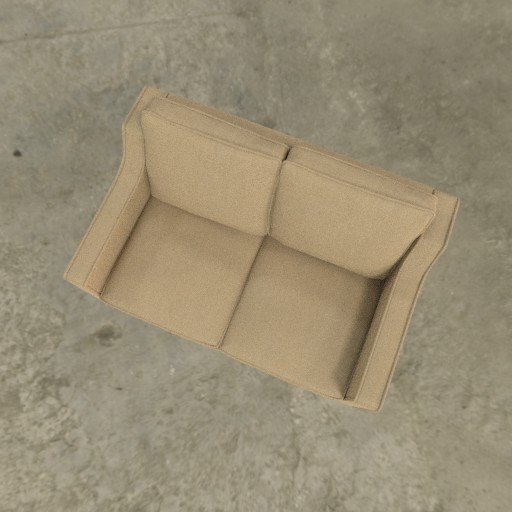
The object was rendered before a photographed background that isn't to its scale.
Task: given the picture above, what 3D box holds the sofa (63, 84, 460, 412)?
[{"bbox_3d":[0.000,0.000,2.175,1.501,0.971,0.987,22,75,6],"label":"sofa"}]
